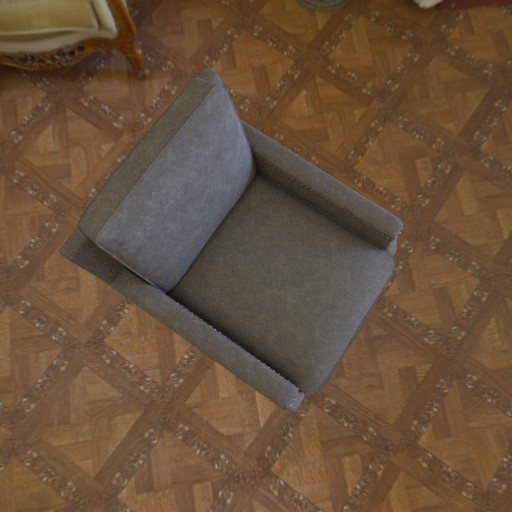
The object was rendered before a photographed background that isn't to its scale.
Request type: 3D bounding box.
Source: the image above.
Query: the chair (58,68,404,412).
[{"bbox_3d":[0.000,0.000,1.782,1.014,0.948,0.853,34,79,8],"label":"chair"}]
